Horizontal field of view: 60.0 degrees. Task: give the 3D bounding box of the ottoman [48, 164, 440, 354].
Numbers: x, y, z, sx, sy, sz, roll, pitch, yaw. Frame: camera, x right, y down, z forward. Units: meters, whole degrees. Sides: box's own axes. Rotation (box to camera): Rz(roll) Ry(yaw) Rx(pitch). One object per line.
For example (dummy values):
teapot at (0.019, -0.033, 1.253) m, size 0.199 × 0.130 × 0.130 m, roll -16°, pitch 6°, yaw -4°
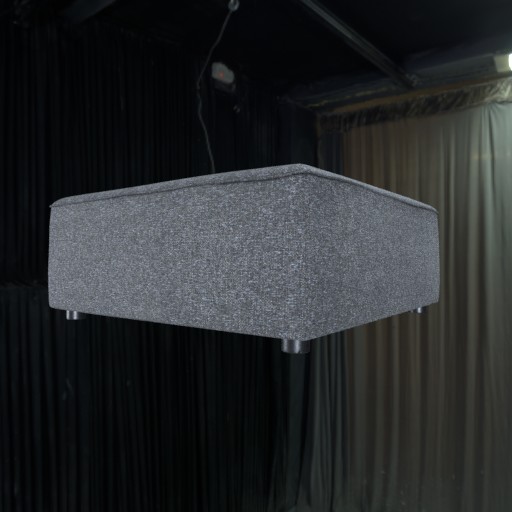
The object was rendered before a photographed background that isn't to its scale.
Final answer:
ottoman at (0.000, 0.000, 1.579) m, size 1.017 × 0.423 × 1.021 m, roll 0°, pitch 0°, yaw 37°
